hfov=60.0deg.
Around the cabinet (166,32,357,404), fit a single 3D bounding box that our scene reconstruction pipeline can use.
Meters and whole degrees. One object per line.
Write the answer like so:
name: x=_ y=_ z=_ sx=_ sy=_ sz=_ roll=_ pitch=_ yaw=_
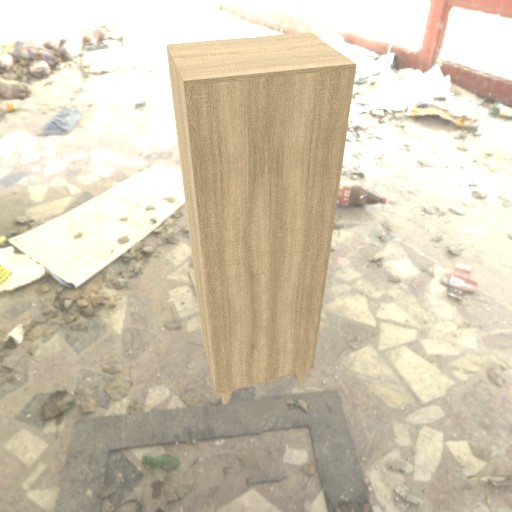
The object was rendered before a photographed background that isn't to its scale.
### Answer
cabinet: x=0.000 y=0.000 z=2.136 sx=0.570 sy=1.850 sz=0.400 roll=-11 pitch=42 yaw=-12
